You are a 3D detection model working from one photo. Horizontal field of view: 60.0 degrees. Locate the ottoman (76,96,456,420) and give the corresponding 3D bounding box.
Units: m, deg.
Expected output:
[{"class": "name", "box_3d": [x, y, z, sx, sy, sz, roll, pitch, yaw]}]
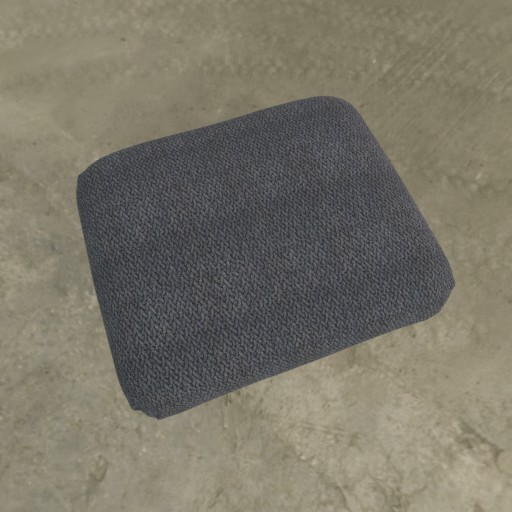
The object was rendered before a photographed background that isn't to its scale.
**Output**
[{"class": "ottoman", "box_3d": [0.000, 0.000, 1.125, 0.747, 0.450, 0.622, -19, 66, -8]}]
